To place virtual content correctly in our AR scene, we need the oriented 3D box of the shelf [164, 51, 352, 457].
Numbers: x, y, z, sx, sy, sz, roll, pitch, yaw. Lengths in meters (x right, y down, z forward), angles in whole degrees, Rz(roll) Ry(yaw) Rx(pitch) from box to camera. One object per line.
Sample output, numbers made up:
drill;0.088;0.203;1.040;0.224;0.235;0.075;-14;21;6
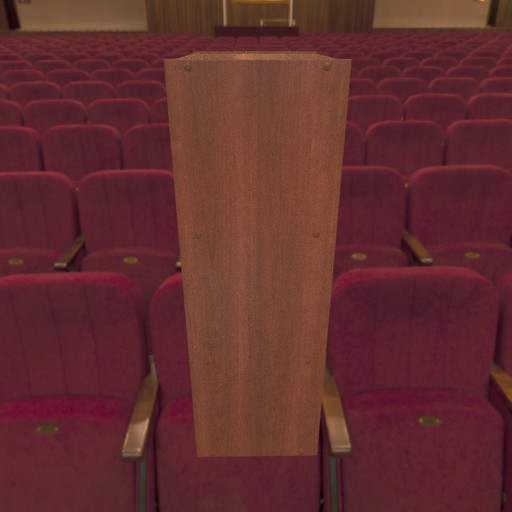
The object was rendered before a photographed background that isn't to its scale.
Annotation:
shelf;0.000;0.000;1.063;0.290;0.879;0.414;0;26;-1
